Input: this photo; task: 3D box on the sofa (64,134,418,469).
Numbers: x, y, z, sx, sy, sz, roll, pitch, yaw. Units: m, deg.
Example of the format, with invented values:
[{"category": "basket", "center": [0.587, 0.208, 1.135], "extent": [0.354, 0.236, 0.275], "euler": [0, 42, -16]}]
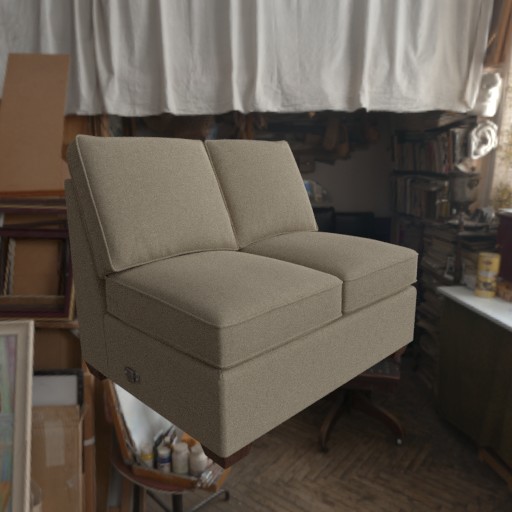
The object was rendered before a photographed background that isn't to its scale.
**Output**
[{"category": "sofa", "center": [0.000, 0.000, 1.926], "extent": [0.951, 1.008, 1.237], "euler": [13, 18, 43]}]
